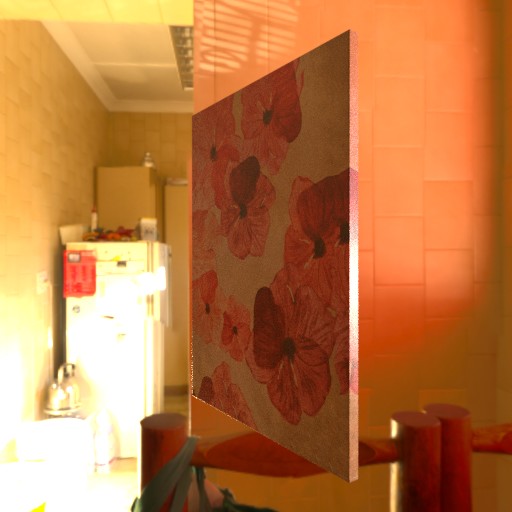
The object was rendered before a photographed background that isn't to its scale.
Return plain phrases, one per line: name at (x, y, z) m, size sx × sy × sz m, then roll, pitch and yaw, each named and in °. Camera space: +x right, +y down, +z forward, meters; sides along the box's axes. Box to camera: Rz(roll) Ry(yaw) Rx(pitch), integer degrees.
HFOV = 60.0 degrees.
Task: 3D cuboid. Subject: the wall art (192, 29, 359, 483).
wall art at (0.000, 0.000, 1.308) m, size 0.031 × 1.015 × 0.762 m, roll 0°, pitch 0°, yaw -35°
